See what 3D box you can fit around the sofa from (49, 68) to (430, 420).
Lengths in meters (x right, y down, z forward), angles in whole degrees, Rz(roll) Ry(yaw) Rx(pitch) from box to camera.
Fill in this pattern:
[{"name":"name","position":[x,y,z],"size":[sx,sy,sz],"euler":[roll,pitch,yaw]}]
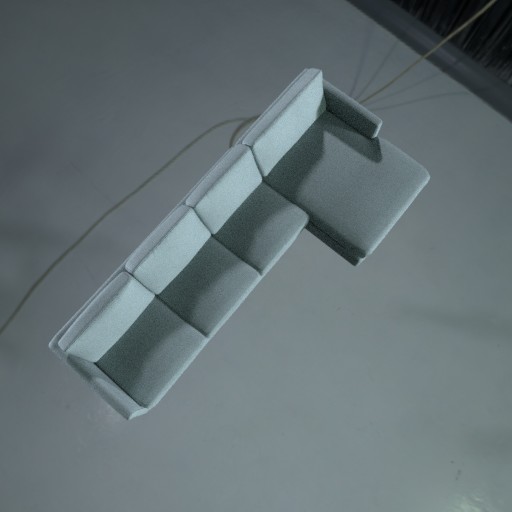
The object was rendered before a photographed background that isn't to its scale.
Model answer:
[{"name":"sofa","position":[0.000,0.000,4.062],"size":[1.604,0.950,3.471],"euler":[39,79,9]}]
